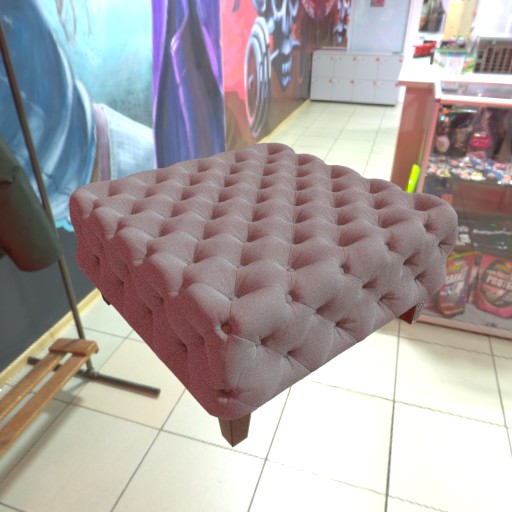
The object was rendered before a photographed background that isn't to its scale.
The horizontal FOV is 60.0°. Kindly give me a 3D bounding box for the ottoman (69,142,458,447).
[{"bbox_3d":[0.000,0.000,1.441,0.911,0.439,0.917,-22,37,-33],"label":"ottoman"}]
